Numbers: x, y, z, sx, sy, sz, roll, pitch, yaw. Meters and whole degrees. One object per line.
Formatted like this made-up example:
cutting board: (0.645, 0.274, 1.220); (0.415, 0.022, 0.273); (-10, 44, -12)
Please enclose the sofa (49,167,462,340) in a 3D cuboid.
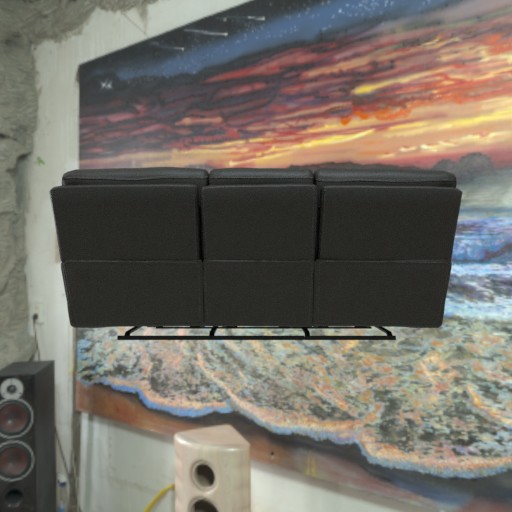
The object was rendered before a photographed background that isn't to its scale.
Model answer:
sofa: (0.000, 0.000, 3.227); (2.627, 1.134, 1.104); (0, 0, 0)
